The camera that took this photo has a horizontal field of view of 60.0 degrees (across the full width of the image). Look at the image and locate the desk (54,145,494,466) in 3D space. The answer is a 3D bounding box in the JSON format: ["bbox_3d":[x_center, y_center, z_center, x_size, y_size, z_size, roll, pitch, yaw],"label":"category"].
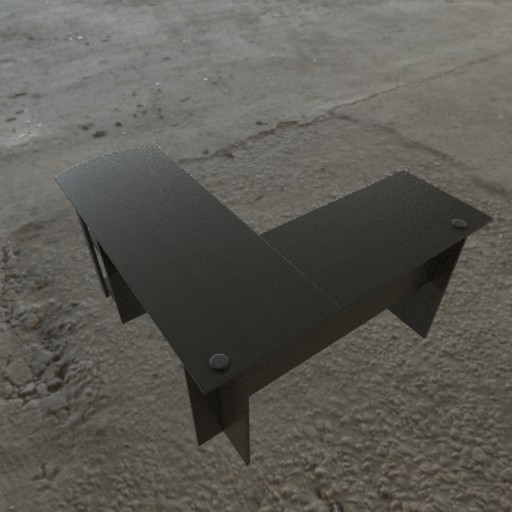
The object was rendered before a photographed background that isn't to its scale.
[{"bbox_3d":[0.000,0.000,2.093,1.303,0.716,1.361,-25,48,-26],"label":"desk"}]
